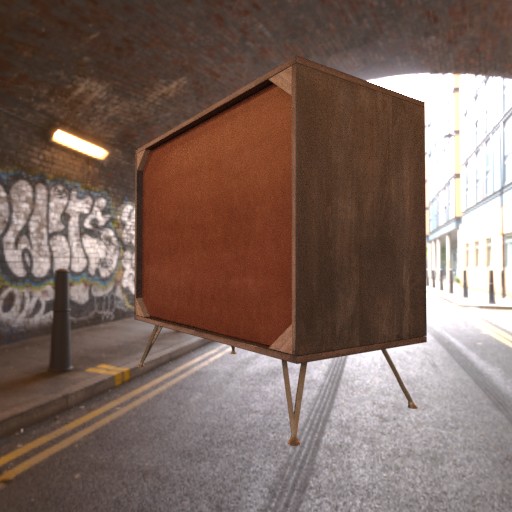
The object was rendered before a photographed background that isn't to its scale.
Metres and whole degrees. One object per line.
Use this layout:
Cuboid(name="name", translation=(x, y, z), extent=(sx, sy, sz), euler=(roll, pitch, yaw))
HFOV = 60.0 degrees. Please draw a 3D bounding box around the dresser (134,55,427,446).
Cuboid(name="dresser", translation=(0.000, 0.000, 1.408), extent=(0.453, 0.801, 0.923), euler=(1, -2, -35))
